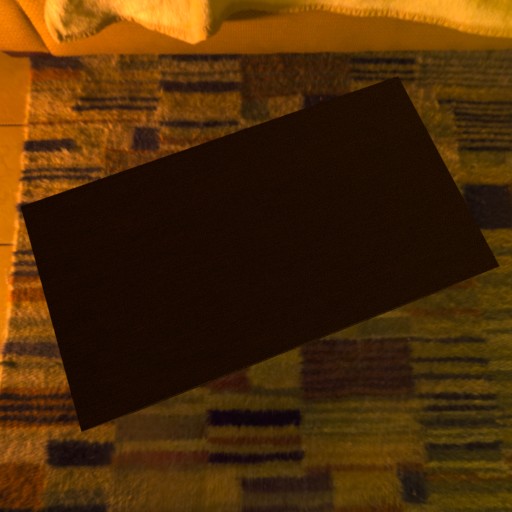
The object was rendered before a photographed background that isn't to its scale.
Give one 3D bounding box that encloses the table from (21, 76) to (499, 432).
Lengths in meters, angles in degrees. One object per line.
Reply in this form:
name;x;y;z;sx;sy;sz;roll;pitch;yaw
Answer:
table;0.000;0.000;1.352;1.099;0.424;0.597;-20;77;-5
